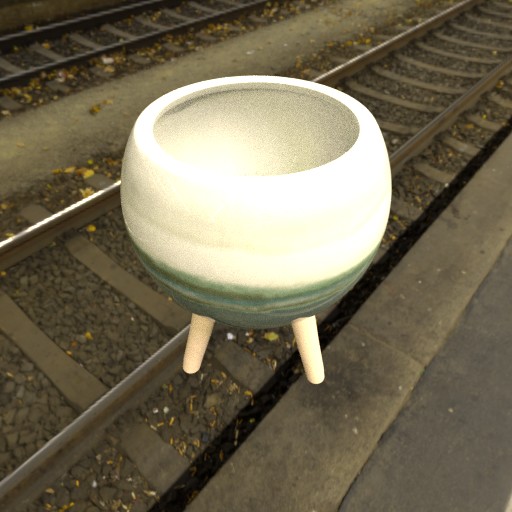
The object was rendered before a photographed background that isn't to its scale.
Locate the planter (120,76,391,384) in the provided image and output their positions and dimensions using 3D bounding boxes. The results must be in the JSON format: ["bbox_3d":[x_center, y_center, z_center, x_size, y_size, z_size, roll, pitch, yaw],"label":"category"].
[{"bbox_3d":[0.000,0.000,0.427,0.222,0.278,0.222,0,42,0],"label":"planter"}]
